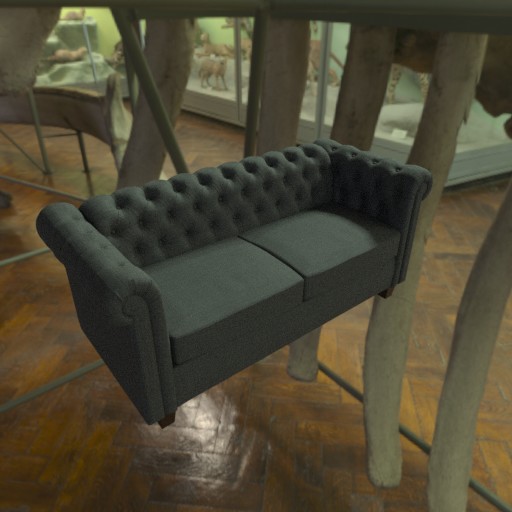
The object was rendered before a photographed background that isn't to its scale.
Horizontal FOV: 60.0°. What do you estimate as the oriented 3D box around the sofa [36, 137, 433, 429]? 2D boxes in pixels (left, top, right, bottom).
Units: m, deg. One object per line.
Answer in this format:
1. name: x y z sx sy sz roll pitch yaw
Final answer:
1. sofa: 0.000 0.000 2.265 1.798 0.797 0.783 -22 37 -32
